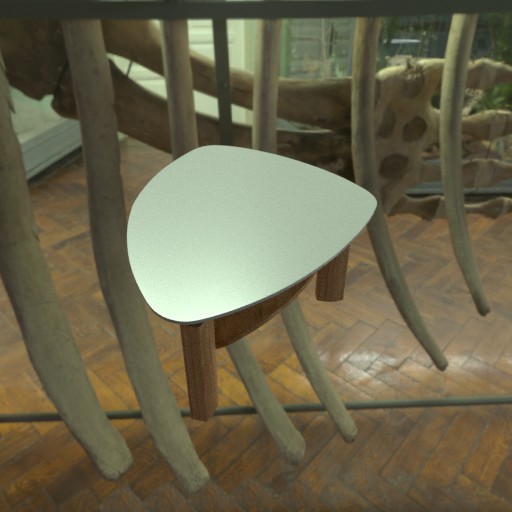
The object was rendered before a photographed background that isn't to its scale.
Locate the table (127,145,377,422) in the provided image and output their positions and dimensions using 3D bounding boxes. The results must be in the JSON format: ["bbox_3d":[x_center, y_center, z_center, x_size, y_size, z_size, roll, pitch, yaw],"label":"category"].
[{"bbox_3d":[0.000,0.000,1.662,0.850,0.440,1.250,-1,32,-1],"label":"table"}]
